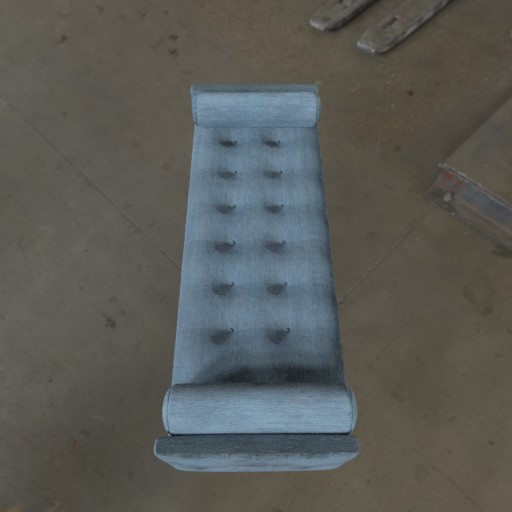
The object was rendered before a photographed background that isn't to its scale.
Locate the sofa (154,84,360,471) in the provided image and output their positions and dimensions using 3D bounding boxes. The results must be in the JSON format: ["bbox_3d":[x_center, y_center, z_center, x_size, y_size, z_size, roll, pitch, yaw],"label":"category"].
[{"bbox_3d":[0.000,0.000,2.425,0.796,0.705,2.102,0,59,0],"label":"sofa"}]
